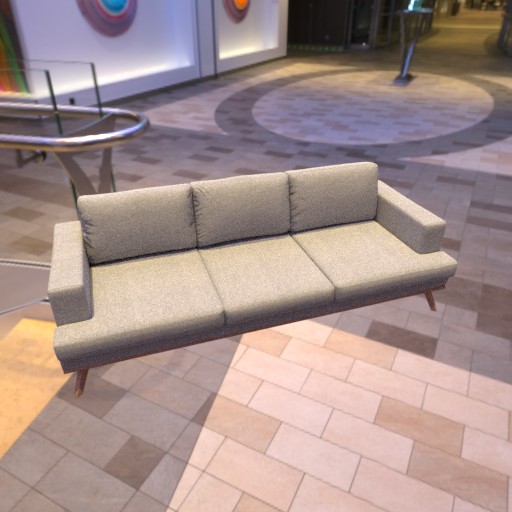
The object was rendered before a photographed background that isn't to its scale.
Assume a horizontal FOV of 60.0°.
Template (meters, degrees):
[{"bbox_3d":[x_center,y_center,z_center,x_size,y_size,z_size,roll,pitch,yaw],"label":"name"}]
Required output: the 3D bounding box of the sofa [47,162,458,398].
[{"bbox_3d":[0.000,0.000,2.732,2.310,0.810,0.920,-10,32,-16],"label":"sofa"}]
